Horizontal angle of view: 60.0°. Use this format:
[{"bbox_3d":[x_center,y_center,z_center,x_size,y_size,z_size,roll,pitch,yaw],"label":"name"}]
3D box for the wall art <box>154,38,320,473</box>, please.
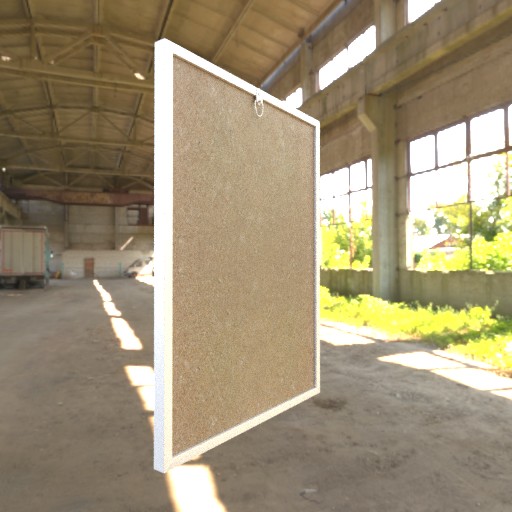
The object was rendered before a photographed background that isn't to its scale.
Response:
[{"bbox_3d":[0.000,0.000,1.410,0.042,1.056,0.805,0,-1,36],"label":"wall art"}]
